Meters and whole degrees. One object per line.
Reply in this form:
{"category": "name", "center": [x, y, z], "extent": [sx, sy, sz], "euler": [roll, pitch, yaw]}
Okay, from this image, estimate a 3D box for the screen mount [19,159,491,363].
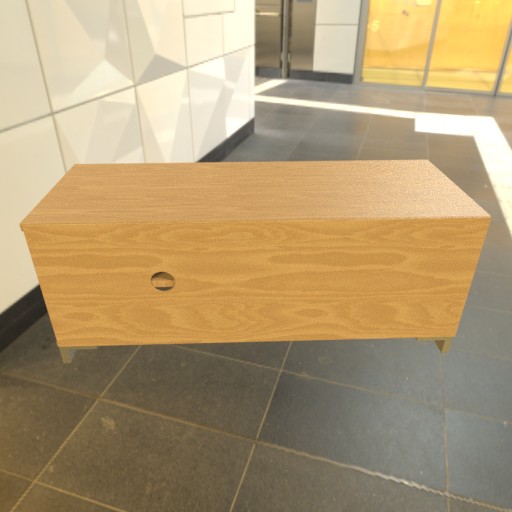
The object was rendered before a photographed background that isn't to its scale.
{"category": "screen mount", "center": [0.000, 0.000, 1.297], "extent": [1.084, 0.432, 0.406], "euler": [-1, 31, -2]}
